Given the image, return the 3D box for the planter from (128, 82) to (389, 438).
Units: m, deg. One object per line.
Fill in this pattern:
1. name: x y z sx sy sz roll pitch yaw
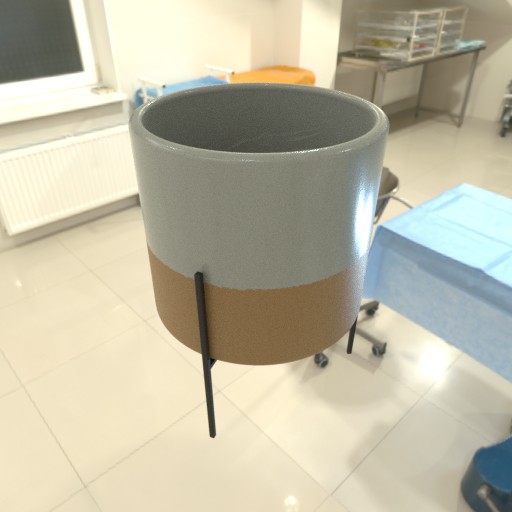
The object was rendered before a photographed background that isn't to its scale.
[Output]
1. planter: 0.000 0.000 0.735 0.348 0.480 0.360 -22 40 -29
